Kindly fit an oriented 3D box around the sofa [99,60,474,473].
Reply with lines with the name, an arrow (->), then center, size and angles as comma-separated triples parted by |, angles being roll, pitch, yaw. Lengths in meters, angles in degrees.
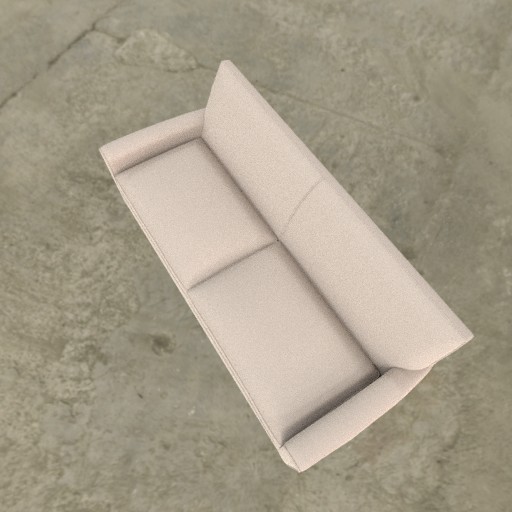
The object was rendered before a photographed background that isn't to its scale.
sofa -> 0.000, 0.000, 2.399 | 0.875, 0.846, 2.000 | -30, 67, -14
